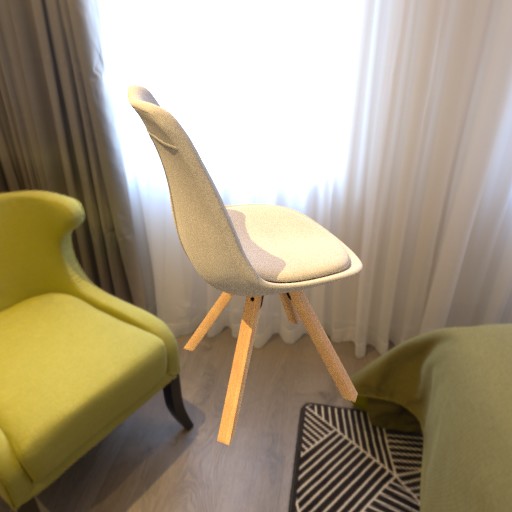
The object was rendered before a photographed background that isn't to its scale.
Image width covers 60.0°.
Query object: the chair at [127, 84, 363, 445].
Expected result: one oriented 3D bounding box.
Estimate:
[{"bbox_3d":[0.000,0.000,1.189,0.549,0.863,0.474,-11,32,-18],"label":"chair"}]
